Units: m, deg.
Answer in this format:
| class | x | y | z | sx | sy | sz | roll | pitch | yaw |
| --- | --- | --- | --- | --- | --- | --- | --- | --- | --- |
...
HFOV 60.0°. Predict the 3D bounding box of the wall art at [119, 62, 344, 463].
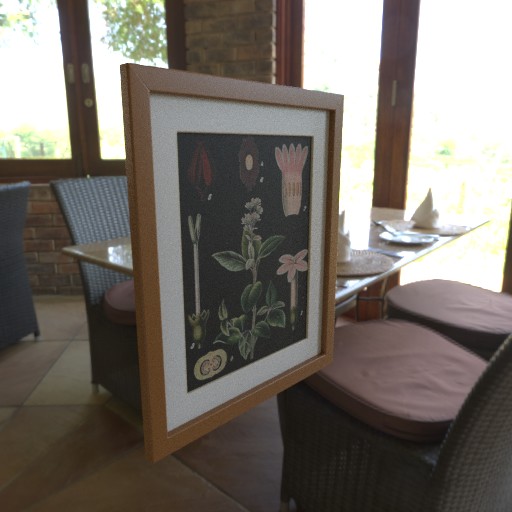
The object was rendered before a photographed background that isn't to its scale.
| class | x | y | z | sx | sy | sz | roll | pitch | yaw |
| --- | --- | --- | --- | --- | --- | --- | --- | --- | --- |
| wall art | 0.000 | 0.000 | 0.747 | 0.449 | 0.550 | 0.021 | -13 | 19 | -43 |
